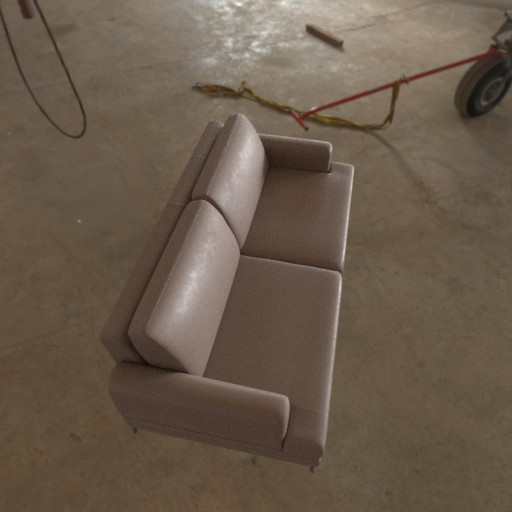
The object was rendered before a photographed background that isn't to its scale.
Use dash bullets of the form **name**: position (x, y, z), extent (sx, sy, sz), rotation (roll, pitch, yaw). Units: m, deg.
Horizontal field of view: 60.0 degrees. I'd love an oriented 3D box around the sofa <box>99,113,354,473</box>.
- **sofa**: position (0.000, 0.000, 2.453), extent (0.974, 0.765, 1.940), rotation (9, 49, 8)
